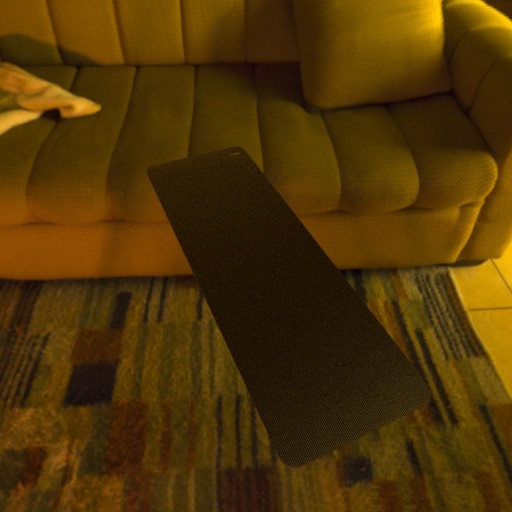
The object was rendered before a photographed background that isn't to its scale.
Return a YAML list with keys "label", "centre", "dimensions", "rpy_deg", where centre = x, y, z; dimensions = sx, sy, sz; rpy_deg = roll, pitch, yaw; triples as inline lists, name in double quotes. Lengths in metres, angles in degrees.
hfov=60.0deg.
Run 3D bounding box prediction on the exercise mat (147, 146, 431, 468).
- label: "exercise mat"
  centre: [0.000, 0.000, 2.112]
  dimensions: [0.616, 0.021, 1.869]
  rpy_deg: [-18, 48, -16]
